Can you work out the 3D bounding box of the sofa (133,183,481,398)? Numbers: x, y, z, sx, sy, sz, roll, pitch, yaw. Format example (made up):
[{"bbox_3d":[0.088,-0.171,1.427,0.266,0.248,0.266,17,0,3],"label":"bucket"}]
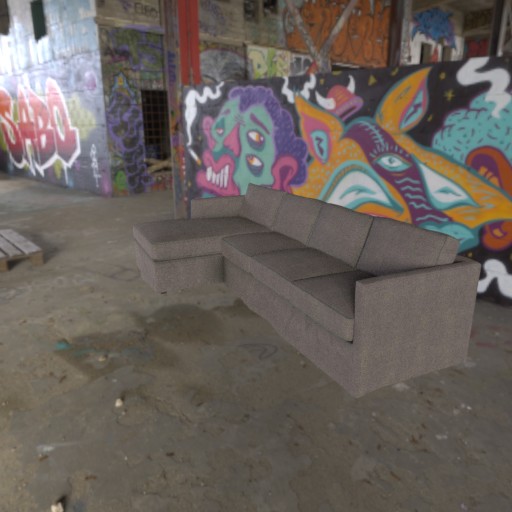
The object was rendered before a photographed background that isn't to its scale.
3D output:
[{"bbox_3d":[0.000,0.000,3.902,1.650,0.922,3.205,-8,18,-24],"label":"sofa"}]
